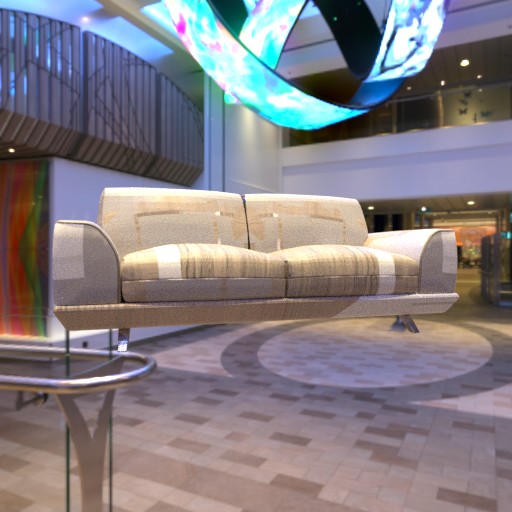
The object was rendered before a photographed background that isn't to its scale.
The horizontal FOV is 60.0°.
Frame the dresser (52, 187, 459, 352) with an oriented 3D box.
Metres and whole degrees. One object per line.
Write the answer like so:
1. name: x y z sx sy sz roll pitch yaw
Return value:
1. dresser: 0.000 0.000 5.822 4.679 1.863 2.251 0 0 -18
